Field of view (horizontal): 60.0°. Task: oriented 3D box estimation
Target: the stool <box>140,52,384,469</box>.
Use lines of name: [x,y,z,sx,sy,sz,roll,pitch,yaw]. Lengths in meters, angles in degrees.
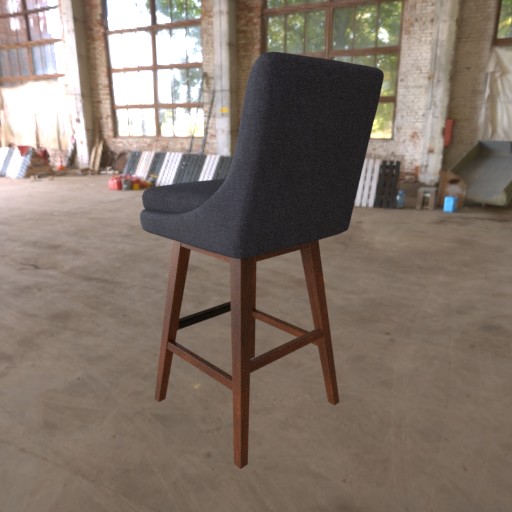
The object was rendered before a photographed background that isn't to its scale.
stool: [0.000,0.000,1.367,0.489,1.068,0.572,-15,22,-41]
